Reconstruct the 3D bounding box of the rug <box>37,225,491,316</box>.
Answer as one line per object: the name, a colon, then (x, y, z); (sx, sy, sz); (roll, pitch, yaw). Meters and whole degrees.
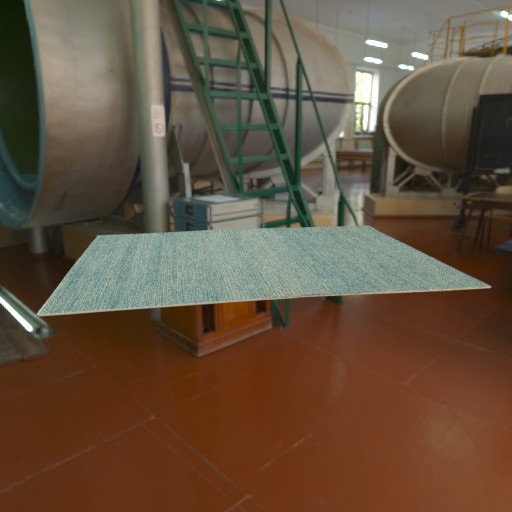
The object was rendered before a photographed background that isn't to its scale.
rug: (0.000, 0.000, 2.956); (2.305, 0.029, 1.593); (-3, 16, -9)
